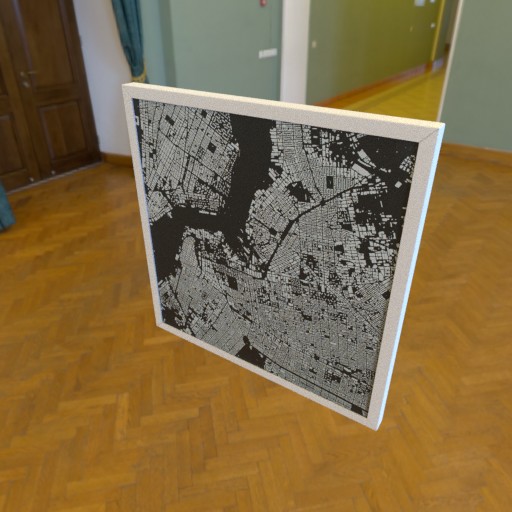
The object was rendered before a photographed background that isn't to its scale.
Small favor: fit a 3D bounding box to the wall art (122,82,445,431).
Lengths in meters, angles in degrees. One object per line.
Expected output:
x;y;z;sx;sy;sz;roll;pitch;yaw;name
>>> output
0.000;0.000;1.126;0.761;0.762;0.050;18;35;28;wall art
